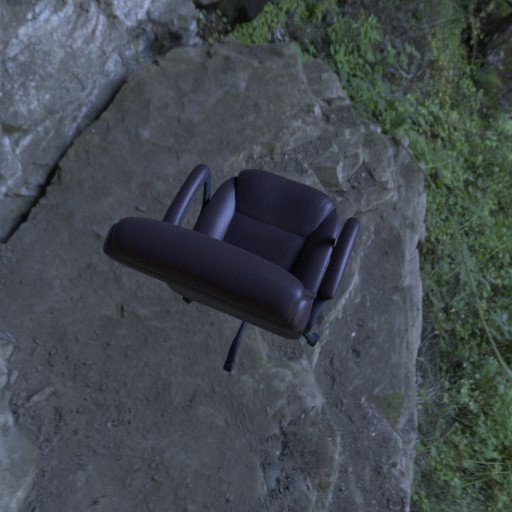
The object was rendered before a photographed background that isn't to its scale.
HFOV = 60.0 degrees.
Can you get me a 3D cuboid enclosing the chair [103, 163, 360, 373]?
[{"bbox_3d":[0.000,0.000,1.472,0.615,1.072,0.655,21,67,9],"label":"chair"}]
